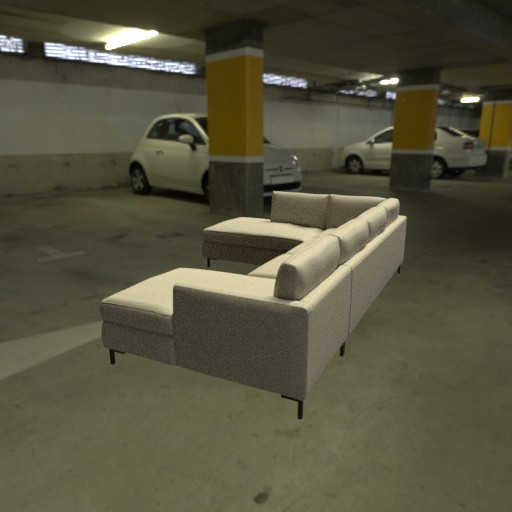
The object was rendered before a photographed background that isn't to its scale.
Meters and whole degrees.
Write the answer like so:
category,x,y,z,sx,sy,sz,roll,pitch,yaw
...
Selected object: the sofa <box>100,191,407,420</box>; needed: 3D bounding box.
category,x,y,z,sx,sy,sz,roll,pitch,yaw
sofa,0.000,0.000,3.529,1.879,0.756,2.737,7,16,26
